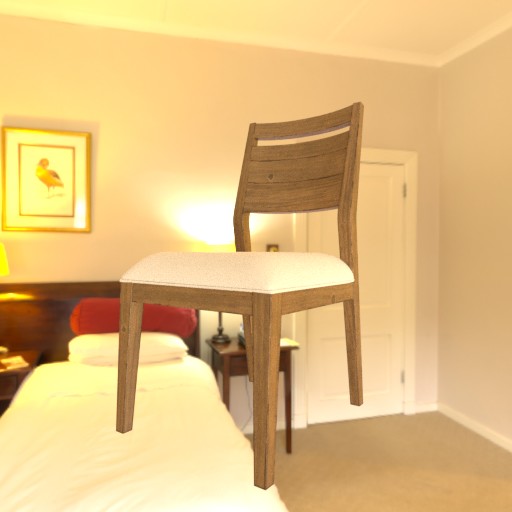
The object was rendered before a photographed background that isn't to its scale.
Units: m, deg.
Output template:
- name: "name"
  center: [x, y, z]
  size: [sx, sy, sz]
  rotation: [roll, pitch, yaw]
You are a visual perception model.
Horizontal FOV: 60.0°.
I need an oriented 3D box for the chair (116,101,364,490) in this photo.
- name: "chair"
  center: [0.000, 0.000, 1.285]
  size: [0.497, 0.939, 0.610]
  rotation: [1, 2, 36]
